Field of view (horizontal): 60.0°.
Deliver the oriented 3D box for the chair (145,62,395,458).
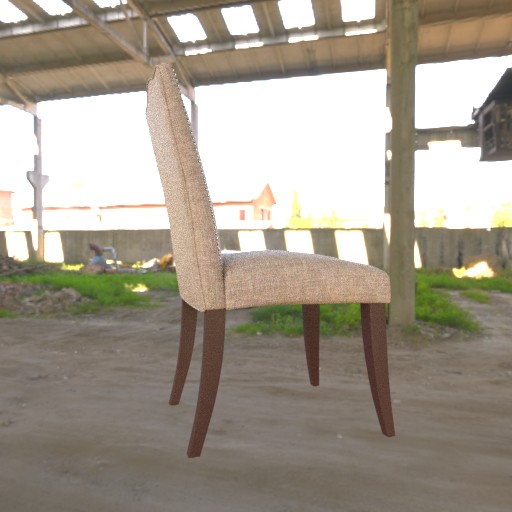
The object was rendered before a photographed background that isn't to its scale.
[{"bbox_3d":[0.000,0.000,1.384,0.660,1.016,0.513,0,1,-18],"label":"chair"}]
